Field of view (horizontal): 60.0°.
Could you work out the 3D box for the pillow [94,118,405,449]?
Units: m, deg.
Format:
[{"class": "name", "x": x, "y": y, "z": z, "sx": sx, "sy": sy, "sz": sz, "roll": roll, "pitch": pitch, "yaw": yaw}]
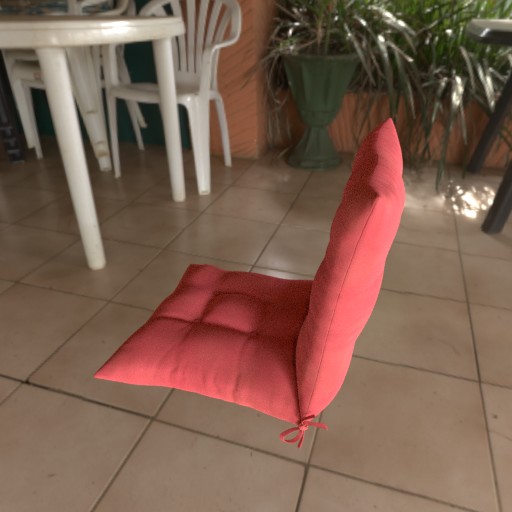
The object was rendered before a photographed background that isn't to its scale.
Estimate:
[{"class": "pillow", "x": 0.000, "y": 0.000, "z": 0.990, "sx": 0.585, "sy": 0.536, "sz": 0.541, "roll": 9, "pitch": 31, "yaw": 15}]
